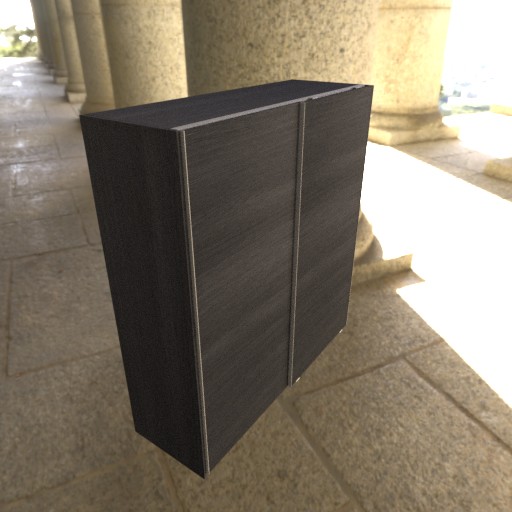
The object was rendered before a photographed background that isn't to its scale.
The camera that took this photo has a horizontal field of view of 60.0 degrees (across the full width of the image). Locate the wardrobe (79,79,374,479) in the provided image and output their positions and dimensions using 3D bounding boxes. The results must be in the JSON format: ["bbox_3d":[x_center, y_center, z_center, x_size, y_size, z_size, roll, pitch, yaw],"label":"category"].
[{"bbox_3d":[0.000,0.000,2.862,0.629,1.960,1.780,18,33,31],"label":"wardrobe"}]
